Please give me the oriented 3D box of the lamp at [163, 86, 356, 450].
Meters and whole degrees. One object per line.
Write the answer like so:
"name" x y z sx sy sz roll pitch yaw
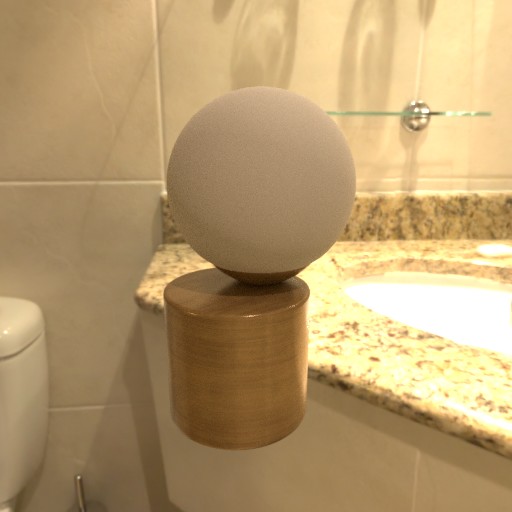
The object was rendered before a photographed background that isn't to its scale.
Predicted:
"lamp" 0.000 0.000 0.349 0.152 0.250 0.141 -14 21 -40
